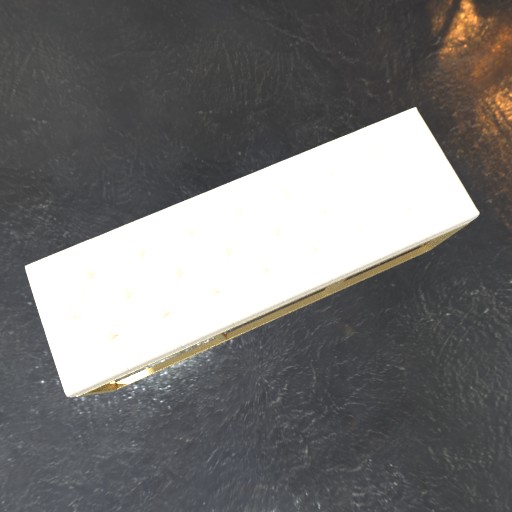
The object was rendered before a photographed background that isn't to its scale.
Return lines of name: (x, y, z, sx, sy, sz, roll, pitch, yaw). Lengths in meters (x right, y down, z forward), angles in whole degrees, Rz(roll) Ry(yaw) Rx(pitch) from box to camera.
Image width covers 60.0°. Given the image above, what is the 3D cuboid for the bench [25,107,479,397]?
bench: (0.000, 0.000, 1.690, 1.473, 0.484, 0.457, -23, 77, -6)
